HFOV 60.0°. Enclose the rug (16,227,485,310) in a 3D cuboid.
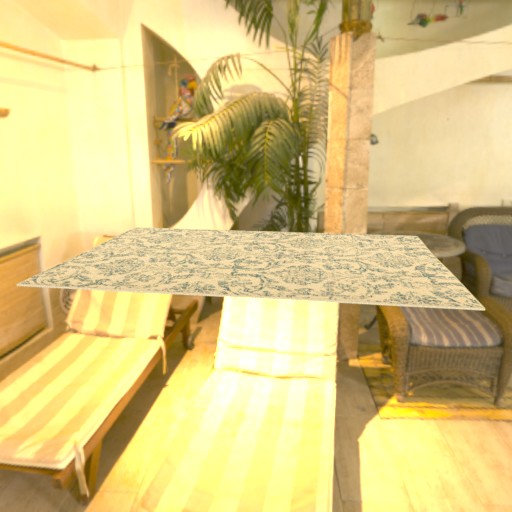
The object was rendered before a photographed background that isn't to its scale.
[{"bbox_3d":[0.000,0.000,3.423,2.746,0.018,1.819,2,15,8],"label":"rug"}]
